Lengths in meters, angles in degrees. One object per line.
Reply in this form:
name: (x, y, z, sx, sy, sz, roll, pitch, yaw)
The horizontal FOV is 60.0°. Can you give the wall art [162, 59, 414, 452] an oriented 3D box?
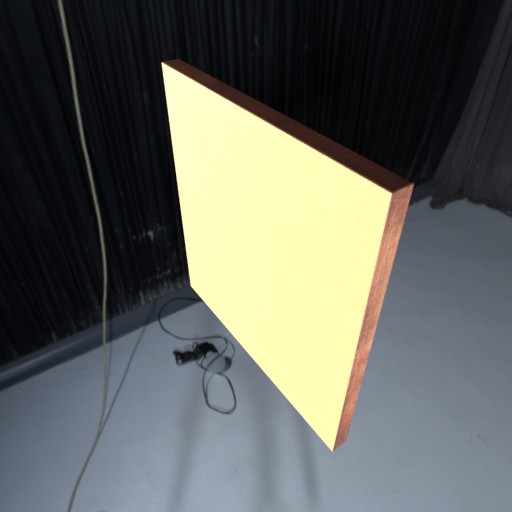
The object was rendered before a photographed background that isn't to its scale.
wall art: (0.000, 0.000, 0.838, 0.037, 0.572, 0.554, -24, 46, -26)
